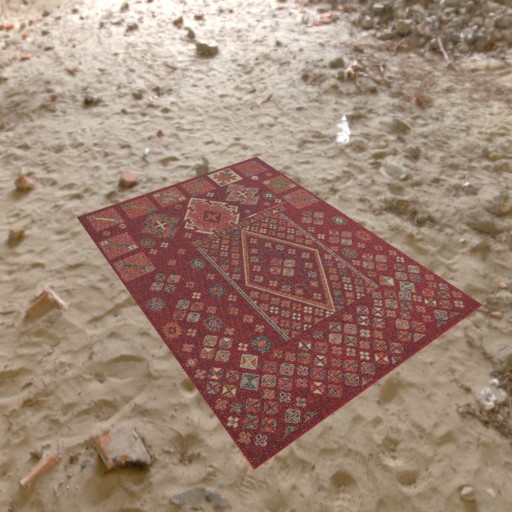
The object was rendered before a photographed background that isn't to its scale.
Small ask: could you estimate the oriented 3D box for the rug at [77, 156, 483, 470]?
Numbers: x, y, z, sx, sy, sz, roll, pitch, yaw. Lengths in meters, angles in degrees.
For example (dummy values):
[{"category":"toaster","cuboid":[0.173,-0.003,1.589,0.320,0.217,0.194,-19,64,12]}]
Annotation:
[{"category":"rug","cuboid":[0.000,0.000,4.273,2.389,0.011,3.306,-25,46,-26]}]
